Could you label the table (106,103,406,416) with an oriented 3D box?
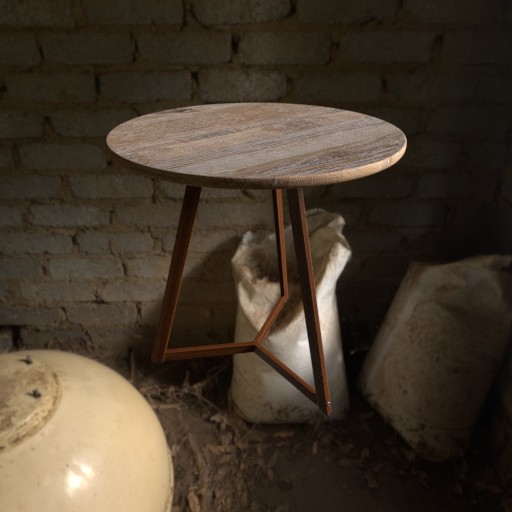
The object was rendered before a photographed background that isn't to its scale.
[{"bbox_3d":[0.000,0.000,0.887,0.500,0.500,0.500,0,29,0],"label":"table"}]
